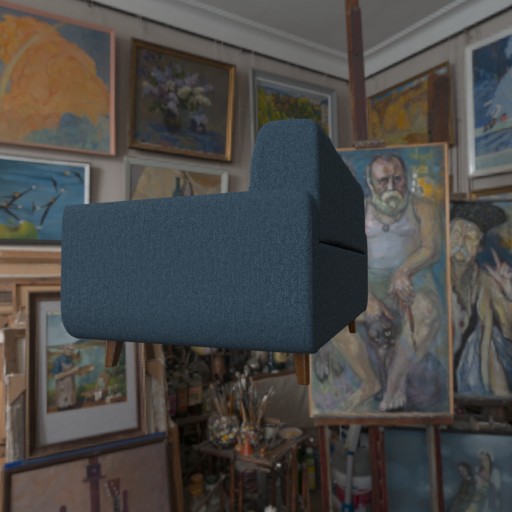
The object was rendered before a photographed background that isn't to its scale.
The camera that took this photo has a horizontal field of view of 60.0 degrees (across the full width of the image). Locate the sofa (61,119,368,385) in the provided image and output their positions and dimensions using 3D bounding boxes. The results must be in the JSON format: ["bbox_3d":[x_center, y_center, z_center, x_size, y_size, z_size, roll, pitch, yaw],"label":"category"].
[{"bbox_3d":[0.000,0.000,2.218,0.942,0.896,1.651,-1,-2,20],"label":"sofa"}]
